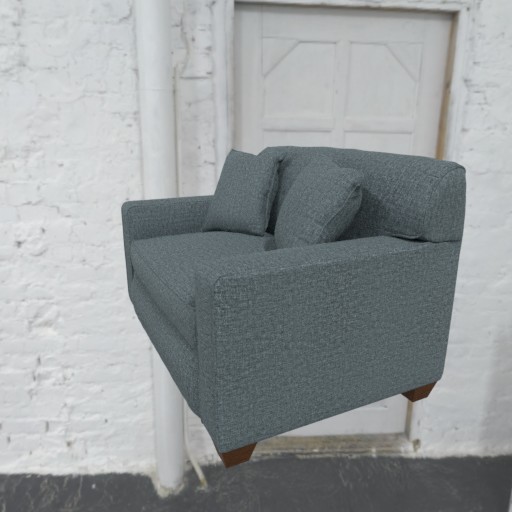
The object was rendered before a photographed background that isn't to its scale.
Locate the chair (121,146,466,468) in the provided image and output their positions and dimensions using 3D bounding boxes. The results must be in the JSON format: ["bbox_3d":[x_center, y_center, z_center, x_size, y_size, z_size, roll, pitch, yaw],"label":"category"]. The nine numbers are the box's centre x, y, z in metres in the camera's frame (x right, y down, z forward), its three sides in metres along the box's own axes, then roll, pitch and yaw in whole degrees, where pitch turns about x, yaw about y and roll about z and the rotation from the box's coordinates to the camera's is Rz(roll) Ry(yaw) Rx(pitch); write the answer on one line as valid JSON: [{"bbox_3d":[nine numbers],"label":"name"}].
[{"bbox_3d":[0.000,0.000,2.003,1.000,0.948,1.383,-8,18,-25],"label":"chair"}]
